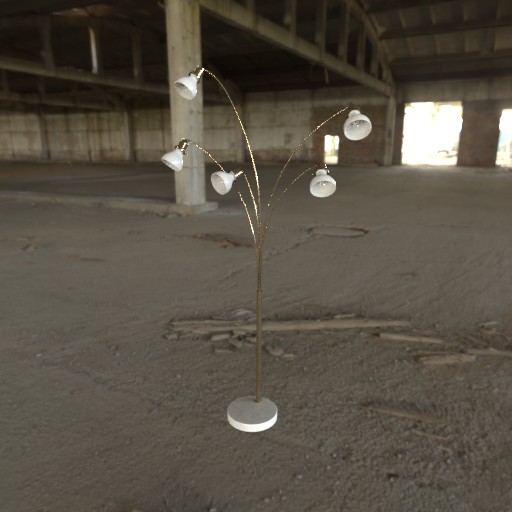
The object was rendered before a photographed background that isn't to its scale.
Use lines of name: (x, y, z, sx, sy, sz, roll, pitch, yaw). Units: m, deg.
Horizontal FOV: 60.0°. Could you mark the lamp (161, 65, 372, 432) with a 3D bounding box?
lamp: (0.000, 0.000, 2.917, 1.405, 2.423, 0.361, 7, 16, 26)
